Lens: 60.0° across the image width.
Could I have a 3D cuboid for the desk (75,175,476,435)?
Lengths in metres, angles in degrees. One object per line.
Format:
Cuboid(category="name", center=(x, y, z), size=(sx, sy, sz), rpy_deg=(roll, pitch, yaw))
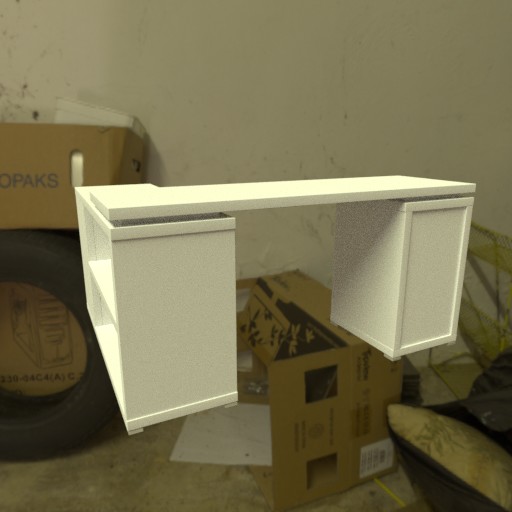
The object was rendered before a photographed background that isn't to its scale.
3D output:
Cuboid(category="desk", center=(0.000, 0.000, 2.202), size=(1.524, 0.753, 1.200), rpy_deg=(-7, 17, -25))
